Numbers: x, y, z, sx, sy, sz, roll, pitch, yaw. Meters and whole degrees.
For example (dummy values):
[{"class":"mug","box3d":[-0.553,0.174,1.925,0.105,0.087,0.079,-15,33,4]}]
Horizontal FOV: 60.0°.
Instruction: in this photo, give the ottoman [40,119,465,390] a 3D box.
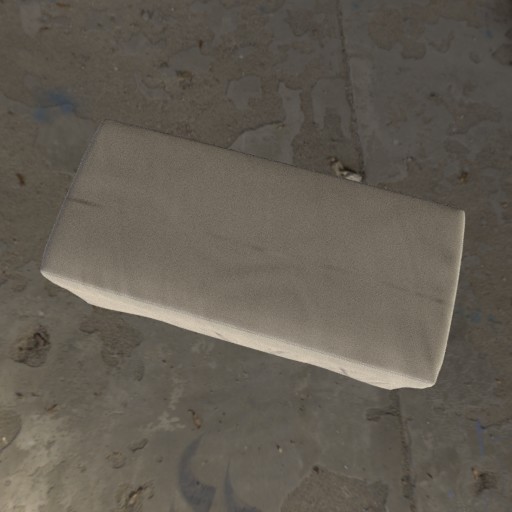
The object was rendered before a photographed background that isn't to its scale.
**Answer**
[{"class":"ottoman","box3d":[0.000,0.000,1.696,1.388,0.457,0.665,15,75,4]}]
